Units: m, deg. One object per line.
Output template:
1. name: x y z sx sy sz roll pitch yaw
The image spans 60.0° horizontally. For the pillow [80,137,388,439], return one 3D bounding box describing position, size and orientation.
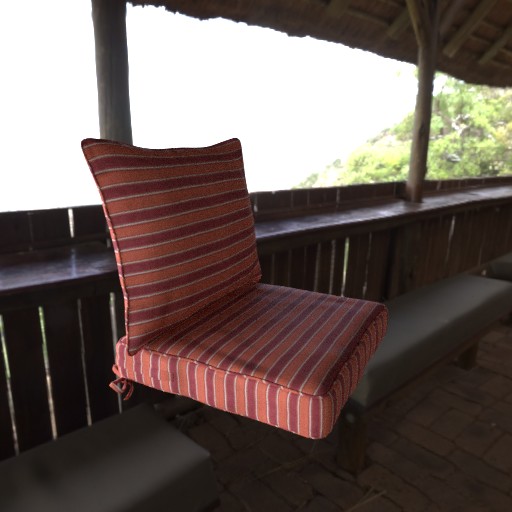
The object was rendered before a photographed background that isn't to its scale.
1. pillow: 0.000 0.000 1.398 0.733 0.723 0.799 8 17 27
